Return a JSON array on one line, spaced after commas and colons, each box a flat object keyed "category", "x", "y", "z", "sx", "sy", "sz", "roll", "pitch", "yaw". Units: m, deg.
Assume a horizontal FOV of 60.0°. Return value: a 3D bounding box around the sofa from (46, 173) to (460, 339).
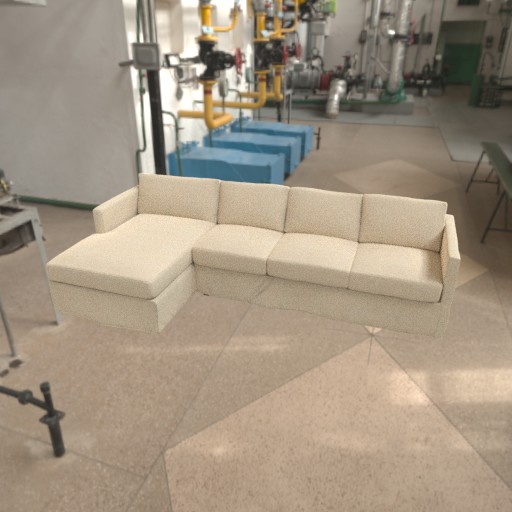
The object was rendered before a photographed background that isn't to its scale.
[{"category": "sofa", "x": 0.000, "y": 0.000, "z": 3.855, "sx": 3.205, "sy": 0.922, "sz": 1.650, "roll": 9, "pitch": 28, "yaw": 17}]
